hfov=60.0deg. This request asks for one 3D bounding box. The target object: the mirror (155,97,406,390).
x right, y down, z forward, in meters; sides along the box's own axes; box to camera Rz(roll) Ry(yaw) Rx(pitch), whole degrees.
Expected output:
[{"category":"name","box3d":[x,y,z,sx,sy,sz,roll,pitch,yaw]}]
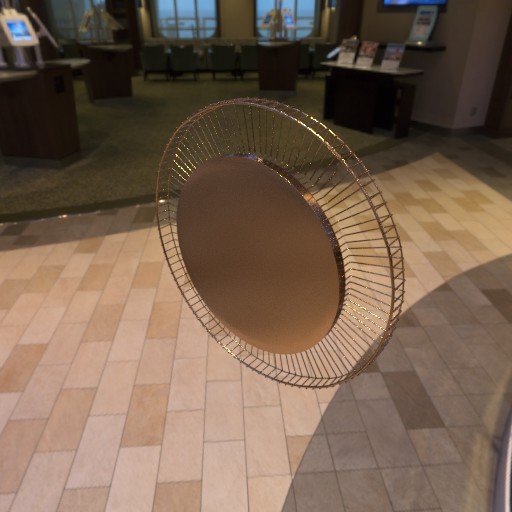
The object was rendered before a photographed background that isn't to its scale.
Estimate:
[{"category":"mirror","box3d":[0.000,0.000,1.045,0.703,0.703,0.067,22,36,34]}]
